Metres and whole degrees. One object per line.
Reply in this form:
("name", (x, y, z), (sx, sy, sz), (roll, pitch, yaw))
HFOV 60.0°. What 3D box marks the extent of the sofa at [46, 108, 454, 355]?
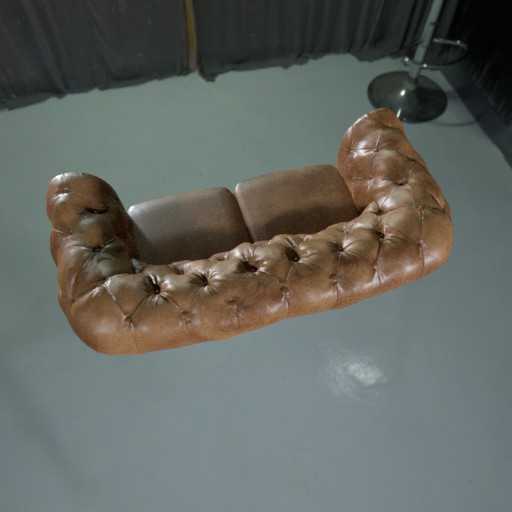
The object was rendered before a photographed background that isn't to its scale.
("sofa", (0.000, 0.000, 2.460), (1.979, 0.877, 1.042), (-14, 59, -8))
